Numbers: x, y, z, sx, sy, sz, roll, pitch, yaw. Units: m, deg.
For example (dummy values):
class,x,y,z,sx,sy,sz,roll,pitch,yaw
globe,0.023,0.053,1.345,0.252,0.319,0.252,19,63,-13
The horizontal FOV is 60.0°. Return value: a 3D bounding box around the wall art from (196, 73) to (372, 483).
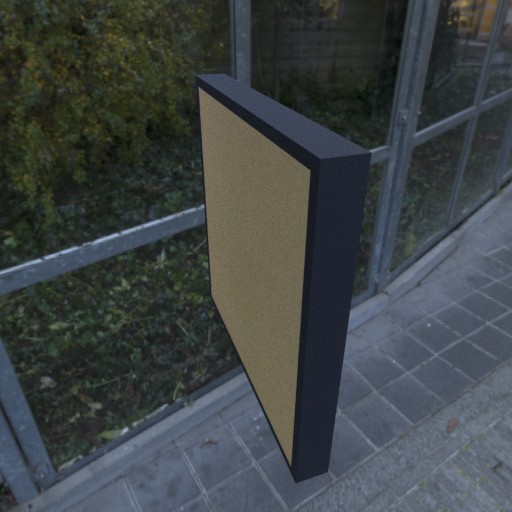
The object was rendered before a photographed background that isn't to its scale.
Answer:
class,x,y,z,sx,sy,sz,roll,pitch,yaw
wall art,0.000,0.000,0.453,0.033,0.304,0.305,-10,32,-17
